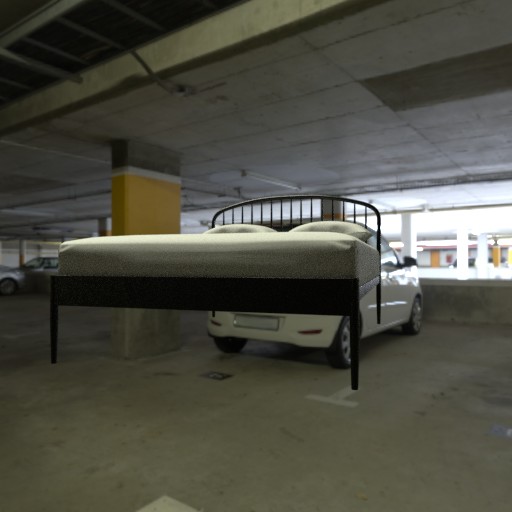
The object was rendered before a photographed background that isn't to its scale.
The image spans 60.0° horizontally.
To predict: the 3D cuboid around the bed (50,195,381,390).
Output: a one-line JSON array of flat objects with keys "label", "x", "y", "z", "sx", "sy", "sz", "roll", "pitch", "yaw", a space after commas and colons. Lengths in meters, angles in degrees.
[{"label": "bed", "x": 0.000, "y": 0.000, "z": 3.131, "sx": 1.618, "sy": 1.166, "sz": 2.159, "roll": 0, "pitch": -1, "yaw": 18}]
